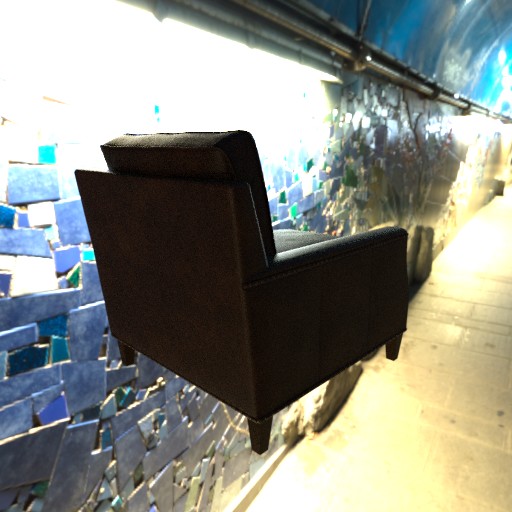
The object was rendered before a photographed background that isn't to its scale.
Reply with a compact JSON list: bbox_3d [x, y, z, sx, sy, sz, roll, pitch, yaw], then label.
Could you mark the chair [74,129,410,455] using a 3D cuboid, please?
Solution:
[{"bbox_3d":[0.000,0.000,1.733,0.853,0.929,1.014,14,20,43],"label":"chair"}]
